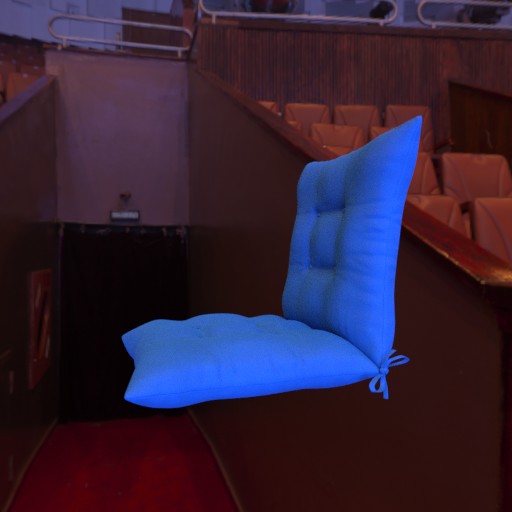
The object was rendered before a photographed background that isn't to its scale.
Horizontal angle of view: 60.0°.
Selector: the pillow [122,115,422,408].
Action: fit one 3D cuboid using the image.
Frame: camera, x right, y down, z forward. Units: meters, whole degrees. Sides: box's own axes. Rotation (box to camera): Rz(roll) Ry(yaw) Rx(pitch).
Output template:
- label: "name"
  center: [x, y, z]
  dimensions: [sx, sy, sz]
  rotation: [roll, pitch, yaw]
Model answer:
- label: "pillow"
  center: [0.000, 0.000, 1.004]
  dimensions: [0.585, 0.536, 0.541]
  rotation: [0, 1, -18]
